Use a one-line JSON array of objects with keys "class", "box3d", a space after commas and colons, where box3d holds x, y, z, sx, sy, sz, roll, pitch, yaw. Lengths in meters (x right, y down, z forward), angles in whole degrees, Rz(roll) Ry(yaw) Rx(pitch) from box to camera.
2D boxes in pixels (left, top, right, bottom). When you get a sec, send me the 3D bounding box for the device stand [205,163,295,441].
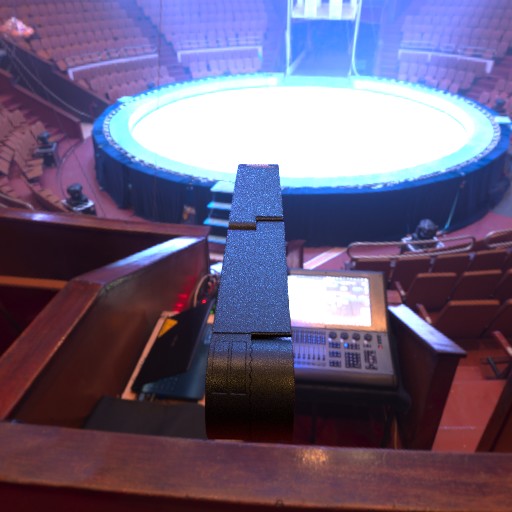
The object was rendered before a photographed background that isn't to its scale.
[{"class": "device stand", "box3d": [0.000, 0.000, 0.197, 0.026, 0.030, 0.179, 1, 32, 1]}]
